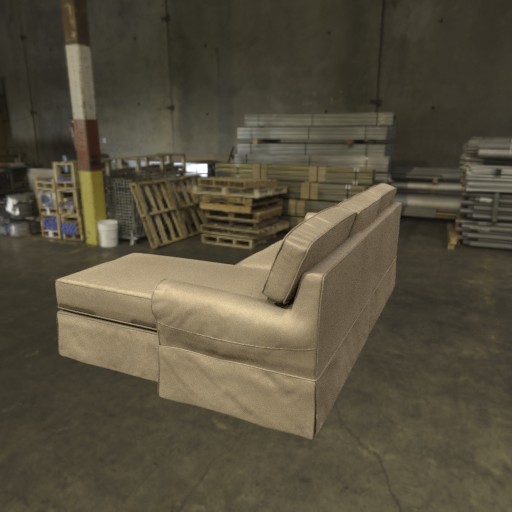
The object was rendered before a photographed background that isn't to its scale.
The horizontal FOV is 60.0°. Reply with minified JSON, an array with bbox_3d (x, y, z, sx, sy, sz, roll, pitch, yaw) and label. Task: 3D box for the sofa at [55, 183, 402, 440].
[{"bbox_3d":[0.000,0.000,3.293,1.733,0.978,2.475,7,17,24],"label":"sofa"}]
